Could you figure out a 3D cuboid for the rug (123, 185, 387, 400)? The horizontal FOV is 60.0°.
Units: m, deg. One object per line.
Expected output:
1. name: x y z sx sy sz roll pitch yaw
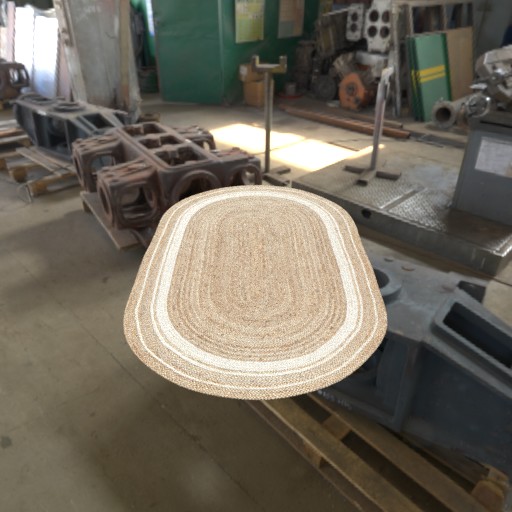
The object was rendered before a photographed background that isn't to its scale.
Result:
1. rug: 0.000 0.000 3.016 1.520 0.006 2.432 0 32 0
